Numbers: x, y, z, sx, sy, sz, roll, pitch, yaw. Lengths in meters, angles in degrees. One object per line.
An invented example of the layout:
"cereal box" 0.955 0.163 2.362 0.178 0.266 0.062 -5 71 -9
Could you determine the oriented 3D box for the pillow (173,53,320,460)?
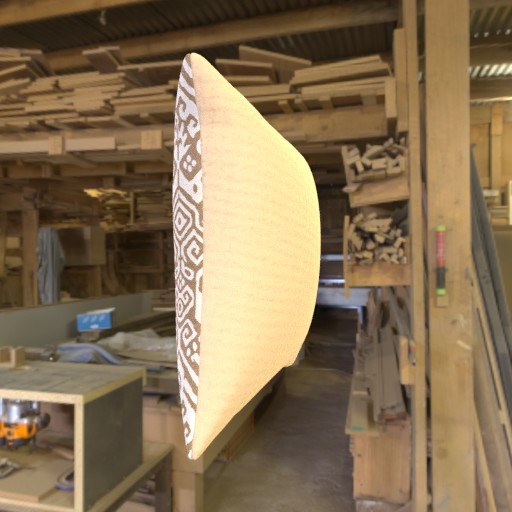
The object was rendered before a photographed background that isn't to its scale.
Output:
"pillow" 0.000 0.000 0.638 0.173 0.407 0.419 0 0 18
